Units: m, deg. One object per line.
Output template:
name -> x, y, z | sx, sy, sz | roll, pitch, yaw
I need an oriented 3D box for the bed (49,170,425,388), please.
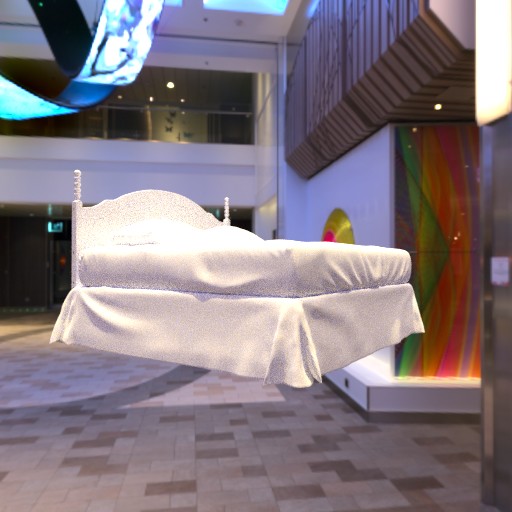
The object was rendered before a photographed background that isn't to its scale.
bed -> 0.000, 0.000, 3.635 | 2.219, 1.355, 2.322 | -1, -1, 36
